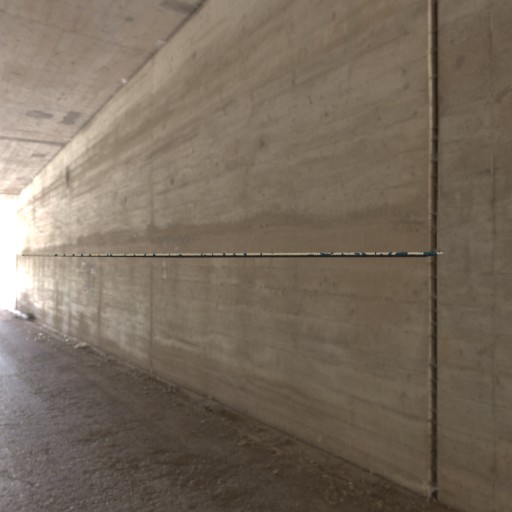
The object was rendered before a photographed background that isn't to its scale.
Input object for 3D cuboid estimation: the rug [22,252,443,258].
[{"bbox_3d":[0.000,0.000,4.094,3.017,0.014,2.416,0,-1,19],"label":"rug"}]
